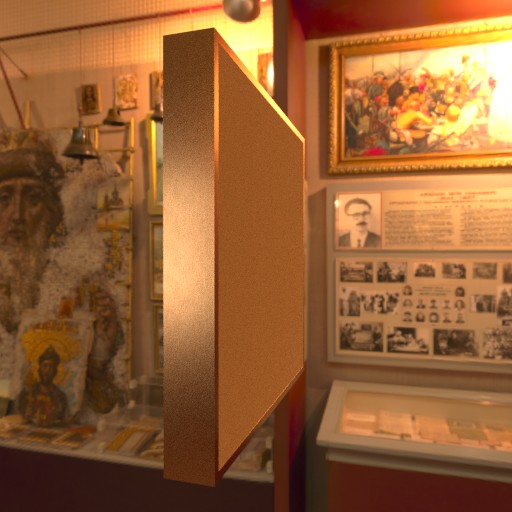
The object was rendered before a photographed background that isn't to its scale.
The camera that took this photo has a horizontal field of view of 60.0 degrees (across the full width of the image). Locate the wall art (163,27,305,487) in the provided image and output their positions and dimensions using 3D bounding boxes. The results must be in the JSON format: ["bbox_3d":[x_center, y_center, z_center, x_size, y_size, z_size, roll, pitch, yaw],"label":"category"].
[{"bbox_3d":[0.000,0.000,0.444,0.038,0.304,0.304,0,1,17],"label":"wall art"}]
